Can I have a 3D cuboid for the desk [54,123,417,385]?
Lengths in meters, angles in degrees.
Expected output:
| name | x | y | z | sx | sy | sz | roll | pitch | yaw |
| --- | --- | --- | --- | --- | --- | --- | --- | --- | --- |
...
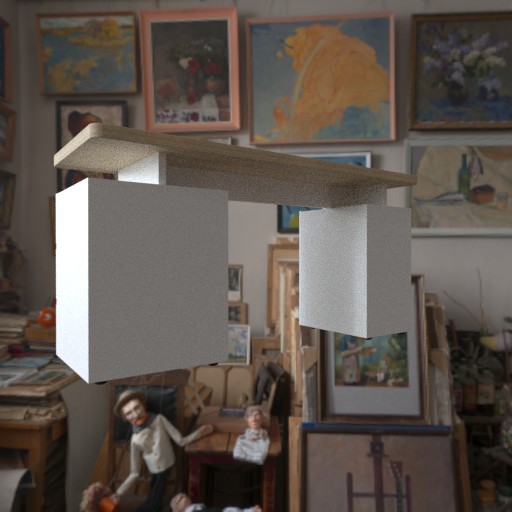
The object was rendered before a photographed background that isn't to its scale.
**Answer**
| name | x | y | z | sx | sy | sz | roll | pitch | yaw |
| --- | --- | --- | --- | --- | --- | --- | --- | --- | --- |
| desk | 0.000 | 0.000 | 1.890 | 1.500 | 0.755 | 0.550 | 0 | 0 | -35 |
